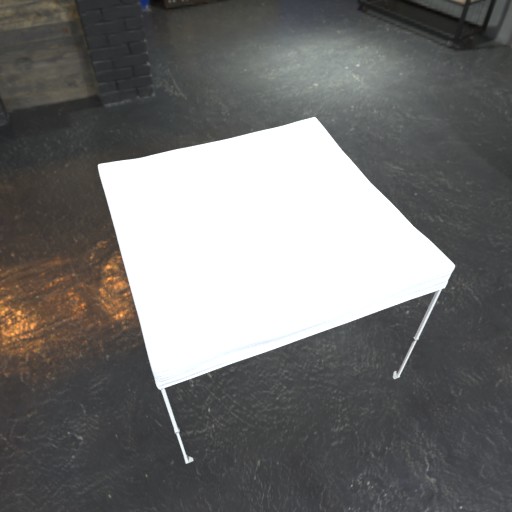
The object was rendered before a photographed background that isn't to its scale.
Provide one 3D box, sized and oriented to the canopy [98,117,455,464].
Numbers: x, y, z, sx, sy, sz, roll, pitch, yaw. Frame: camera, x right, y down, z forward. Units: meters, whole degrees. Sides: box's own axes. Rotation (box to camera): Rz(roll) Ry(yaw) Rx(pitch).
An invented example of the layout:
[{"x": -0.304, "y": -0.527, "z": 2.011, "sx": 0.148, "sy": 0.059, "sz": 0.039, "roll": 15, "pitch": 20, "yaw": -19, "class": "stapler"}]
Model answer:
[{"x": 0.000, "y": 0.000, "z": 5.391, "sx": 2.998, "sy": 2.997, "sz": 2.996, "roll": -16, "pitch": 49, "yaw": -15, "class": "canopy"}]
